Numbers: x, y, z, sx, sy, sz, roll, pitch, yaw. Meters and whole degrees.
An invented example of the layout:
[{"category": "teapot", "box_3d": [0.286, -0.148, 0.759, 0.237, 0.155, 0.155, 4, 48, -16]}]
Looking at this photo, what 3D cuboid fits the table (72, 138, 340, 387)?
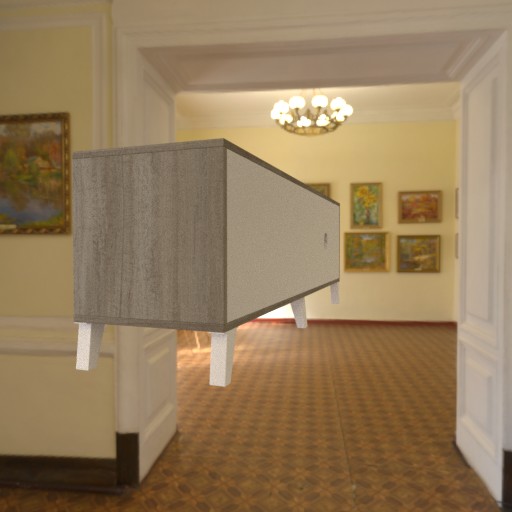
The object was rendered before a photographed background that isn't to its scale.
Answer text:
[{"category": "table", "box_3d": [0.000, 0.000, 1.712, 0.400, 0.530, 1.500, 0, 1, 20]}]
